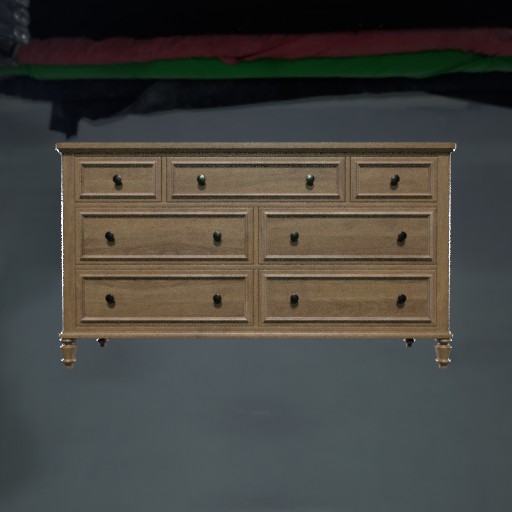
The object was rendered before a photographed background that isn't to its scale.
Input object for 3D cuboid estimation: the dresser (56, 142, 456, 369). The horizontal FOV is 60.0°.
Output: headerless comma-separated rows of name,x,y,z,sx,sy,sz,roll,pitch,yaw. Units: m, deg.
dresser,0.000,0.000,1.966,1.583,0.892,0.468,0,1,0
